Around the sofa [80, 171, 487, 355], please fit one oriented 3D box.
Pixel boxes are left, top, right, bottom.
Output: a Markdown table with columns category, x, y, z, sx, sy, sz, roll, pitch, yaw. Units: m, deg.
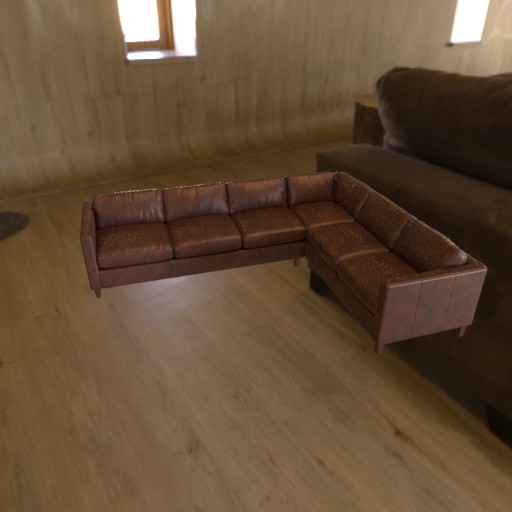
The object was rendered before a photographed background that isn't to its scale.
| category | x | y | z | sx | sy | sz | roll | pitch | yaw |
| --- | --- | --- | --- | --- | --- | --- | --- | --- | --- |
| sofa | 0.000 | 0.000 | 4.286 | 3.152 | 0.836 | 2.438 | -8 | 30 | -15 |
